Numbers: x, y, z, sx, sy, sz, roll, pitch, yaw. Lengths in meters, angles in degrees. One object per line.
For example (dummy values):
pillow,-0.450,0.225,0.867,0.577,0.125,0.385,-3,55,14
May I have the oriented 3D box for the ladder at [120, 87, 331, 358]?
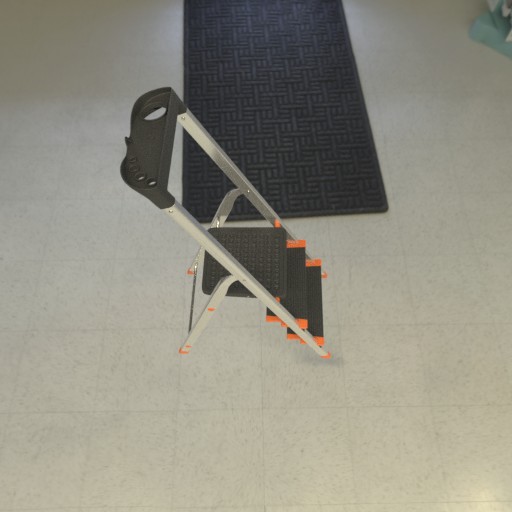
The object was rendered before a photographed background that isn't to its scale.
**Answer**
ladder,0.000,0.000,1.539,0.686,1.229,0.416,2,64,1
